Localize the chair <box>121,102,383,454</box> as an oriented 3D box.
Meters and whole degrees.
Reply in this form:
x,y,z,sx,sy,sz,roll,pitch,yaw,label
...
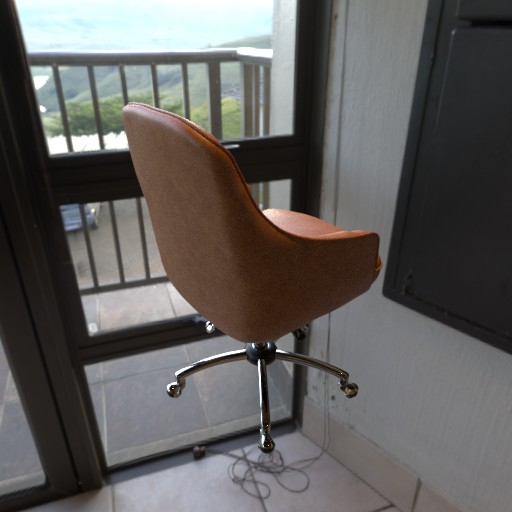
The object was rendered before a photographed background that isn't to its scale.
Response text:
x,y,z,sx,sy,sz,roll,pitch,yaw,label
0.000,0.000,1.323,0.615,0.909,0.628,-19,33,-32,chair
